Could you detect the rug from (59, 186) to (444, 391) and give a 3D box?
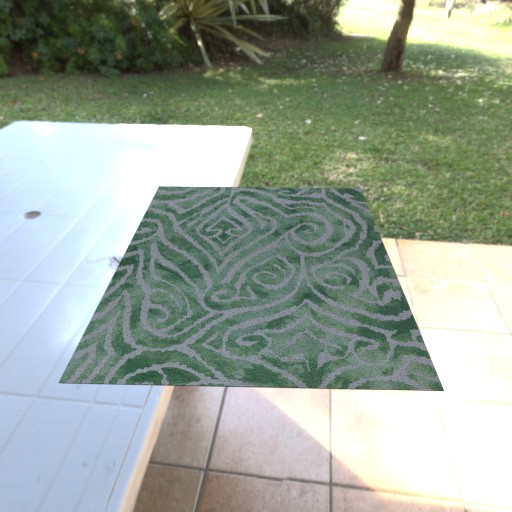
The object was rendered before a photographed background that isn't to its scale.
[{"bbox_3d":[0.000,0.000,4.073,2.436,0.007,3.045,1,33,1],"label":"rug"}]
